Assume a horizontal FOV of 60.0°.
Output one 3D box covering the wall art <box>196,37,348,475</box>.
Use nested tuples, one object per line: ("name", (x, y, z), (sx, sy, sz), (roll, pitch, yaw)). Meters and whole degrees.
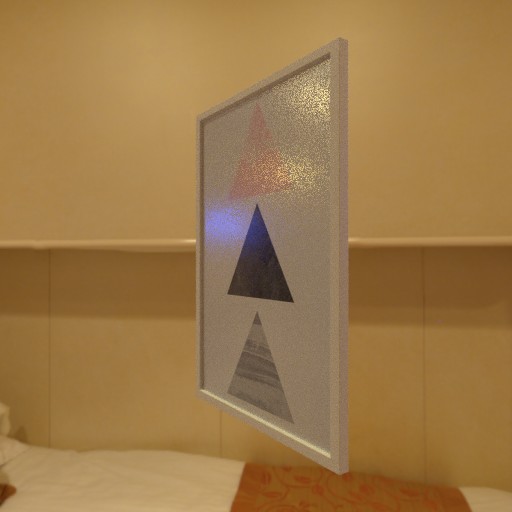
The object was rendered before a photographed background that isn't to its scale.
("wall art", (0.000, 0.000, 0.565), (0.013, 0.433, 0.303), (0, 0, -35))
